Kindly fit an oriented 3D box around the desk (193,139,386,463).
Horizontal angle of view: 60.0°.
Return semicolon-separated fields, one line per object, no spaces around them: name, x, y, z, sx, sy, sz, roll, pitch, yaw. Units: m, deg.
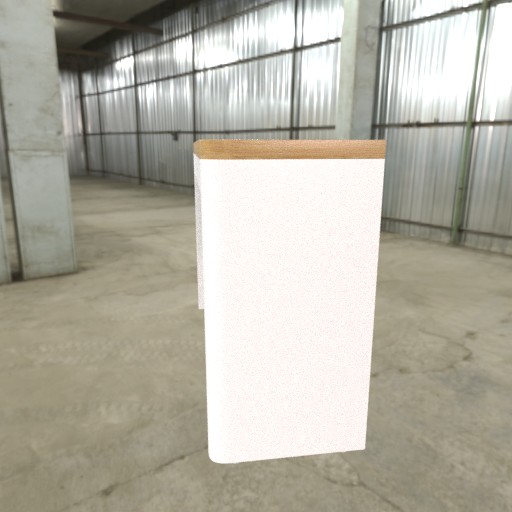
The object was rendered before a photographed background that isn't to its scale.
desk;0.000;0.000;1.525;0.390;0.760;1.100;-2;14;-8
